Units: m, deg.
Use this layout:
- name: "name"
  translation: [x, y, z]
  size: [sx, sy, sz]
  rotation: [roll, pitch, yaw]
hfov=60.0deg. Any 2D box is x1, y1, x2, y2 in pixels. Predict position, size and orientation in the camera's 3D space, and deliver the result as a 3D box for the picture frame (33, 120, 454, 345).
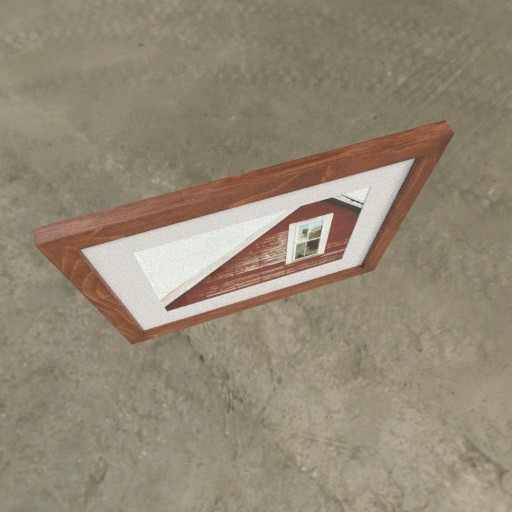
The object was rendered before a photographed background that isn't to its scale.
- name: "picture frame"
  translation: [0.000, 0.000, 0.774]
  size: [0.559, 0.457, 0.025]
  rotation: [-16, 65, -8]
